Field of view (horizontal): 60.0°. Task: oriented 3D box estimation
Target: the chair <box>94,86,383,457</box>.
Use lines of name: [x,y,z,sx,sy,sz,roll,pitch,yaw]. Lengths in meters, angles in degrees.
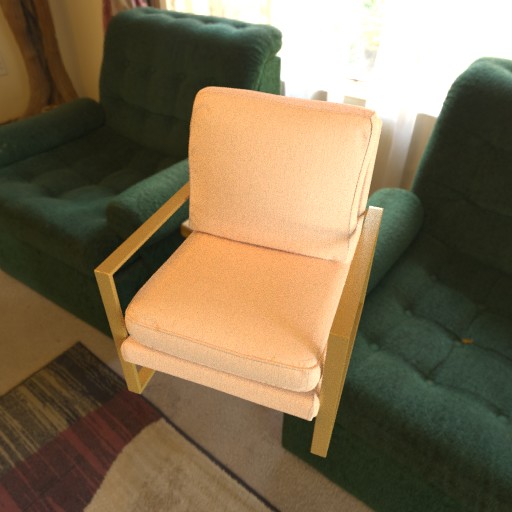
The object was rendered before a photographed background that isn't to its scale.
chair: [0.000,0.000,1.537,0.758,0.956,0.813,13,41,16]
